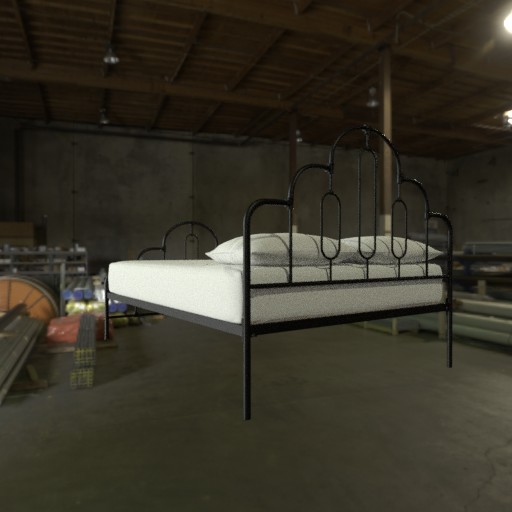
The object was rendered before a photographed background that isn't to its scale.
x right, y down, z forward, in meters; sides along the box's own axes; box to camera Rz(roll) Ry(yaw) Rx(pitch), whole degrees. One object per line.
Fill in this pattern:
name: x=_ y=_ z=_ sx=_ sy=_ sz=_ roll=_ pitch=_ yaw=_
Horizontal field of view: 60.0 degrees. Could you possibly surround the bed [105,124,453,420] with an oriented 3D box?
bed: x=0.000 y=0.000 z=3.315 sx=1.626 sy=1.444 sz=2.181 roll=0 pitch=0 yaw=-35
